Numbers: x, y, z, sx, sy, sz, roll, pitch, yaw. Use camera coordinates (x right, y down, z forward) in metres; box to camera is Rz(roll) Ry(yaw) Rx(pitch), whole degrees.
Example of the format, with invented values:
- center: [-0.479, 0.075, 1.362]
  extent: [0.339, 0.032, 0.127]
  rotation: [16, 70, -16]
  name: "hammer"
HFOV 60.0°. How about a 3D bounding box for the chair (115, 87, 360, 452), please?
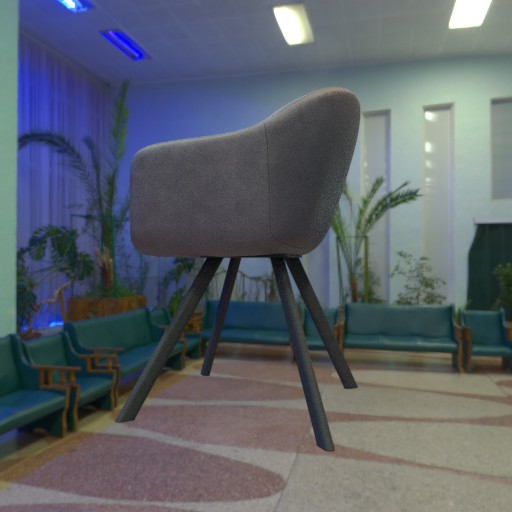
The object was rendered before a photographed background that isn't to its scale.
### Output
- center: [0.000, 0.000, 1.183]
  extent: [0.544, 0.781, 0.567]
  rotation: [0, -1, 19]
  name: "chair"
